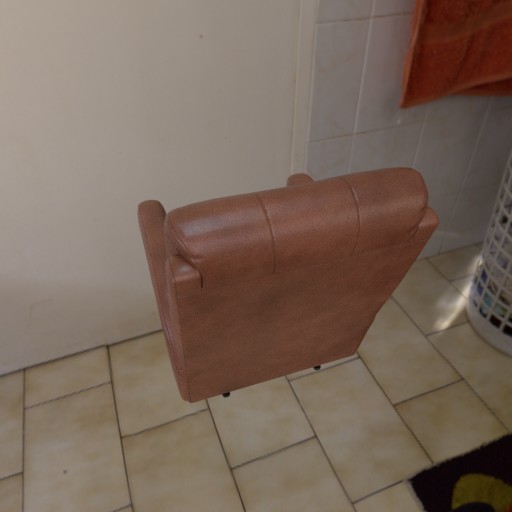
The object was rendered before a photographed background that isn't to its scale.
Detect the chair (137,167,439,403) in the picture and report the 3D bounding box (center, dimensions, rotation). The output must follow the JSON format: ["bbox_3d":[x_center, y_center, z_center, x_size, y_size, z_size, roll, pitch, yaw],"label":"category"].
[{"bbox_3d":[0.000,0.000,1.669,0.787,1.016,0.939,-13,42,-14],"label":"chair"}]
